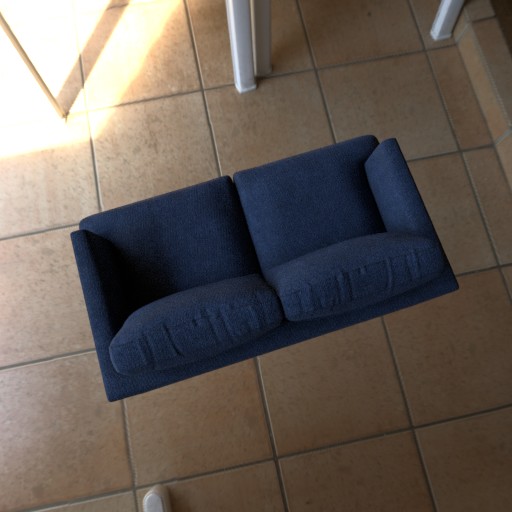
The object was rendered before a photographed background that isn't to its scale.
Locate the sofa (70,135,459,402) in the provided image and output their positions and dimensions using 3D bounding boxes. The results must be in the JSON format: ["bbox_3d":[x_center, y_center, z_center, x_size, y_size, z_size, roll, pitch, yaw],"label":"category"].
[{"bbox_3d":[0.000,0.000,2.146,1.582,0.944,0.903,-17,77,-4],"label":"sofa"}]
